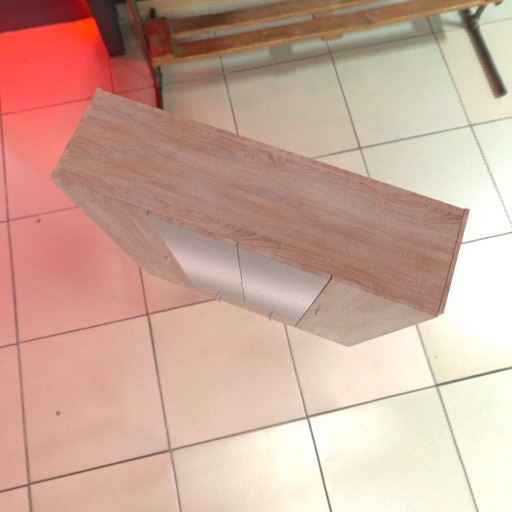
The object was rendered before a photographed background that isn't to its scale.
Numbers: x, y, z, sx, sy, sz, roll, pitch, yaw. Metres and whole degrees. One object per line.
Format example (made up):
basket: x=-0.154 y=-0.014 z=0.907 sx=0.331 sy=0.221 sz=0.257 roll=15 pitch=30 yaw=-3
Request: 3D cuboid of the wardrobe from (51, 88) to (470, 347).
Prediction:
wardrobe: x=0.000 y=0.000 z=3.213 sx=1.998 sy=2.159 sz=0.598 roll=19 pitch=75 yaw=5
